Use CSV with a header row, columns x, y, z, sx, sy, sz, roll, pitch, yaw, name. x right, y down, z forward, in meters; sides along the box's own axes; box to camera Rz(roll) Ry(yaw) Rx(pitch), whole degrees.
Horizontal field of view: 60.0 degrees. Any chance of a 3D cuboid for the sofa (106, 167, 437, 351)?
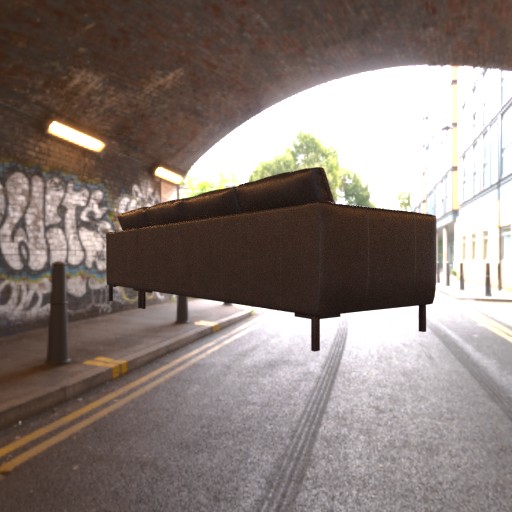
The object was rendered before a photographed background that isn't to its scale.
x,y,z,sx,sy,sz,roll,pitch,yaw,name
0.000,0.000,3.528,1.471,0.859,2.993,0,0,-36,sofa
